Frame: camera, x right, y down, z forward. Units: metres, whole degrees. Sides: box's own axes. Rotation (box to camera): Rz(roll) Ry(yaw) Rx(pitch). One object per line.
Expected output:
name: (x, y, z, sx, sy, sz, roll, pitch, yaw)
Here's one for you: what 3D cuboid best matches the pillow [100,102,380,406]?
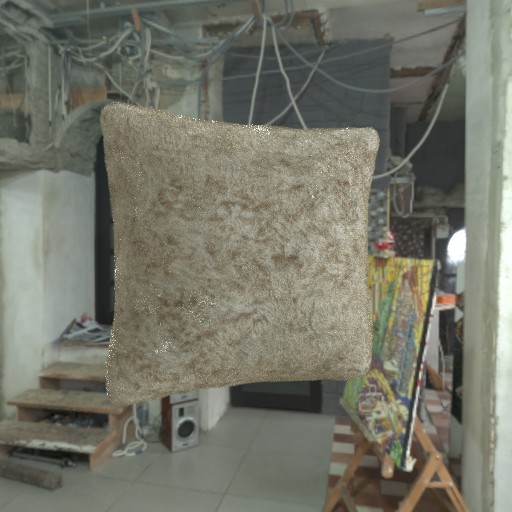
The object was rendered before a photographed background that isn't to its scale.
pillow: (0.000, 0.000, 0.812, 0.538, 0.525, 0.216, 0, 2, -17)
